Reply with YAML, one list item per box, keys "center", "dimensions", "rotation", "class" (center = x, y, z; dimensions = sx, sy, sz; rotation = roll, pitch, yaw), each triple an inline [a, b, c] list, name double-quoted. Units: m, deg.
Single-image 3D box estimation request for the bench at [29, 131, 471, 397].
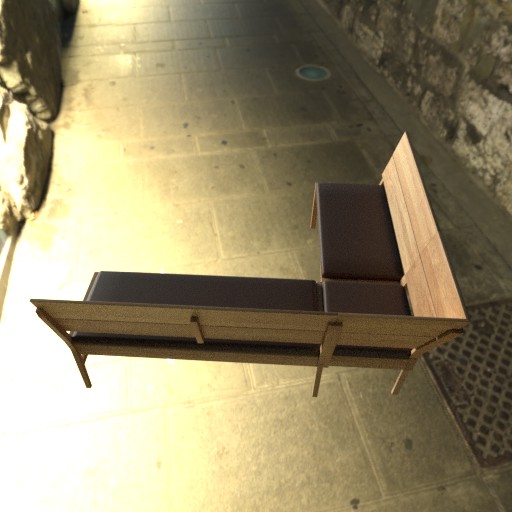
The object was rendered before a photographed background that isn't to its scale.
- center: [0.000, 0.000, 2.788]
  dimensions: [1.975, 0.890, 1.549]
  rotation: [2, 47, 2]
  class: "bench"
